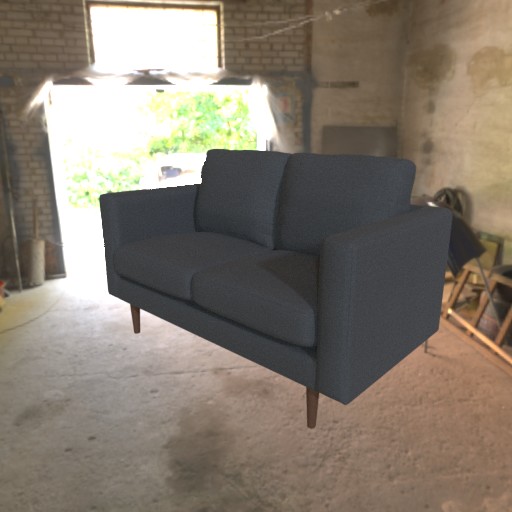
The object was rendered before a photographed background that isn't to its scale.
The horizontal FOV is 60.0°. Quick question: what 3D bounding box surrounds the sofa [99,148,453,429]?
[{"bbox_3d":[0.000,0.000,2.011,1.430,0.908,0.796,14,21,41],"label":"sofa"}]
